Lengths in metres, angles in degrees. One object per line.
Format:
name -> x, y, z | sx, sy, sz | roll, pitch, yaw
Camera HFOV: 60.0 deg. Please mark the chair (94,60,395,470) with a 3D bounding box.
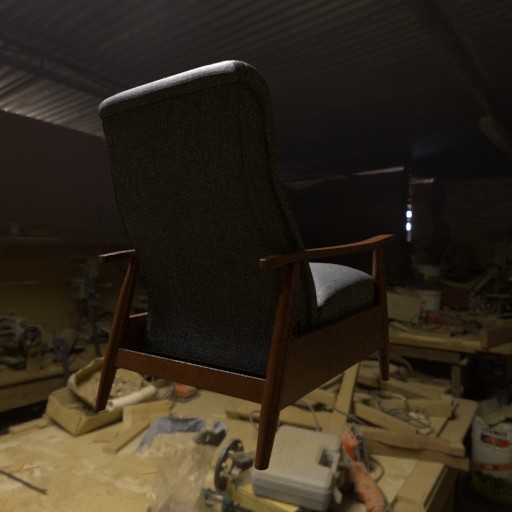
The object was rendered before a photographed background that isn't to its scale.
chair -> 0.000, 0.000, 1.733 | 0.762, 1.082, 1.030 | 1, 2, 36
